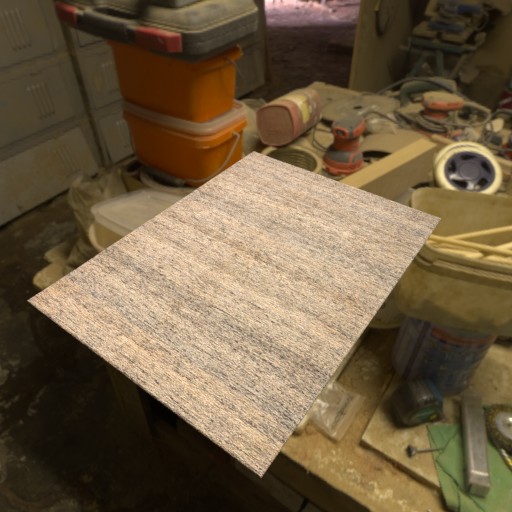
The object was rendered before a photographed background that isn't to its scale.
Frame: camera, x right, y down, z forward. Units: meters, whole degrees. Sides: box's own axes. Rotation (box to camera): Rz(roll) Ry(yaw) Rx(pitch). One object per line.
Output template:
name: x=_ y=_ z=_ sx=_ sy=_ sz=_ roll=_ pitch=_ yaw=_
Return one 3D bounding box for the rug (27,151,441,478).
rug: x=0.000 y=0.000 z=4.147 sx=2.414 sy=0.036 sz=3.199 roll=26 pitch=48 yaw=26
